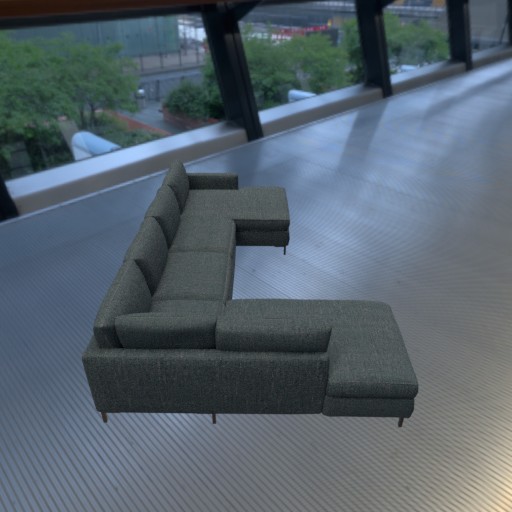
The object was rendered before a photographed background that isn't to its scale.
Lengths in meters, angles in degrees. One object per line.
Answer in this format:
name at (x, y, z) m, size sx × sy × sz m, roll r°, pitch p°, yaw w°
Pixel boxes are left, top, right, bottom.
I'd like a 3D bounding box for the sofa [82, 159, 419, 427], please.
sofa at (0.000, 0.000, 3.611) m, size 1.879 × 0.753 × 2.737 m, roll 0°, pitch 32°, yaw 1°
